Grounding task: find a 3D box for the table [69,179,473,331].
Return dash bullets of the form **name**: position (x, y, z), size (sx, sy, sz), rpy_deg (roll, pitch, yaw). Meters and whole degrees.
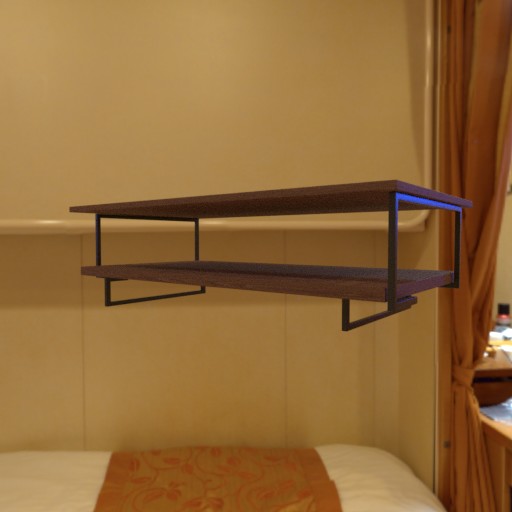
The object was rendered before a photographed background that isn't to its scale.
- **table**: position (0.000, 0.000, 1.491), size (1.197, 0.347, 0.651), rpy_deg (2, 3, 38)
